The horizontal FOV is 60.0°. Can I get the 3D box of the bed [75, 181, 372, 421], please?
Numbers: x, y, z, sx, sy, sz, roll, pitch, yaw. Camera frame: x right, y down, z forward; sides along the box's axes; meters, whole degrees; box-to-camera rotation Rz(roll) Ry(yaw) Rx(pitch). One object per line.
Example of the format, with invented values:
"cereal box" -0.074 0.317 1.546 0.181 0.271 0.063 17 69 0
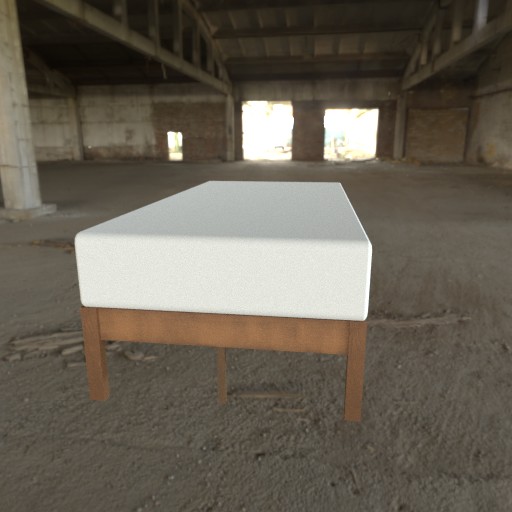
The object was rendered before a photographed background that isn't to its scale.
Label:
"bed" 0.000 0.000 2.367 0.961 0.616 1.902 2 15 7
